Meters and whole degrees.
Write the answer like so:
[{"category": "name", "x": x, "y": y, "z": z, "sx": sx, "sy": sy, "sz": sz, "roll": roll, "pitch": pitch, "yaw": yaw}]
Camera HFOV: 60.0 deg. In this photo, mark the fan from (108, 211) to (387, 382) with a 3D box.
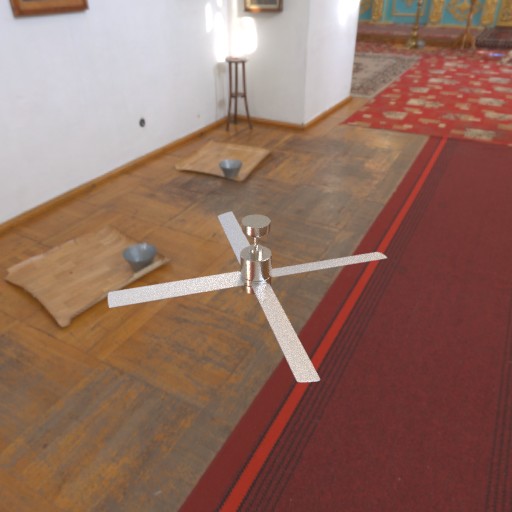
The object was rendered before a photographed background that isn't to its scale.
[{"category": "fan", "x": 0.000, "y": 0.000, "z": 1.996, "sx": 1.322, "sy": 0.355, "sz": 1.322, "roll": -9, "pitch": 33, "yaw": -14}]
